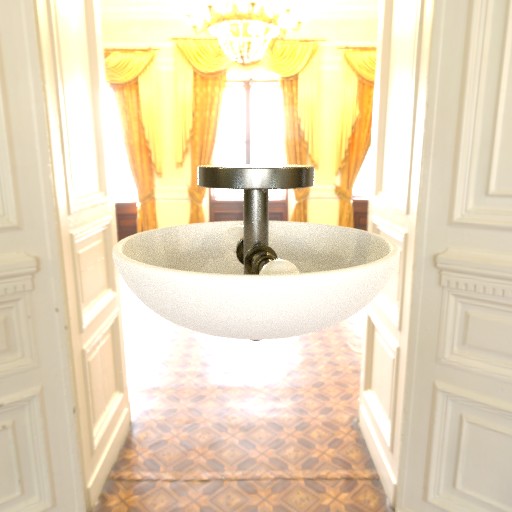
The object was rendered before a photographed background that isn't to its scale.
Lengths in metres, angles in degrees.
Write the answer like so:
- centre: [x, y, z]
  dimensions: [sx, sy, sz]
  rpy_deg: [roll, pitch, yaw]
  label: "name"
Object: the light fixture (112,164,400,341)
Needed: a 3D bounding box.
- centre: [0.000, 0.000, 0.537]
  dimensions: [0.330, 0.214, 0.330]
  rpy_deg: [0, 13, 0]
  label: "light fixture"
